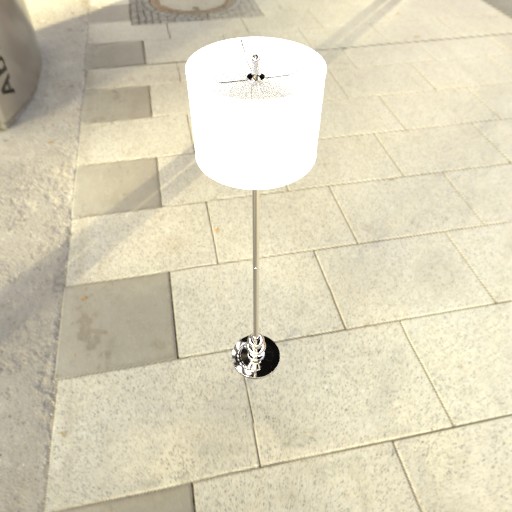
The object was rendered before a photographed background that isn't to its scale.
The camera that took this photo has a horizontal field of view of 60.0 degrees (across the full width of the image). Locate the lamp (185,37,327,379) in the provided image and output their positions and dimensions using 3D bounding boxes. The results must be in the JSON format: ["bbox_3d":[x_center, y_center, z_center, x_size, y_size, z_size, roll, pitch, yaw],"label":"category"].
[{"bbox_3d":[0.000,0.000,1.653,0.356,1.487,0.356,-10,48,-9],"label":"lamp"}]
